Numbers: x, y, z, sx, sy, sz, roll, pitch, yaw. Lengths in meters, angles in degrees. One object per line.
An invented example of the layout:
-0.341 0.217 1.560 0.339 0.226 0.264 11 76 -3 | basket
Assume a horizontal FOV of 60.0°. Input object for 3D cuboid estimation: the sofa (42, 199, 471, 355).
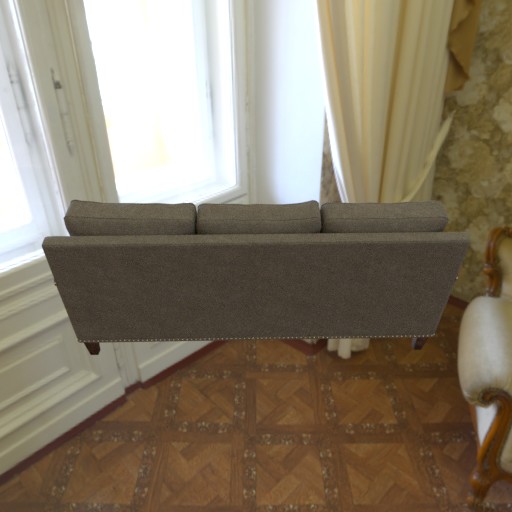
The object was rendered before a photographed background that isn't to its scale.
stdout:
0.000 0.000 2.886 2.226 1.042 1.034 -1 30 -1 | sofa
